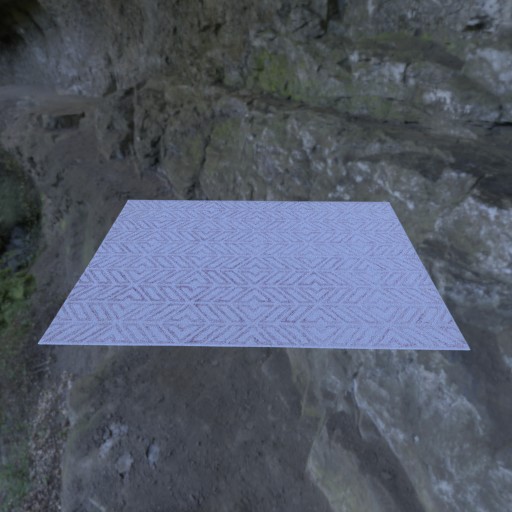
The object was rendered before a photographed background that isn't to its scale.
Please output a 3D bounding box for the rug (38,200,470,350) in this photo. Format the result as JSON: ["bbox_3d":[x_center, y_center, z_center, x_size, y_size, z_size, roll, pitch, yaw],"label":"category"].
[{"bbox_3d":[0.000,0.000,4.143,3.045,0.008,2.421,1,32,1],"label":"rug"}]
